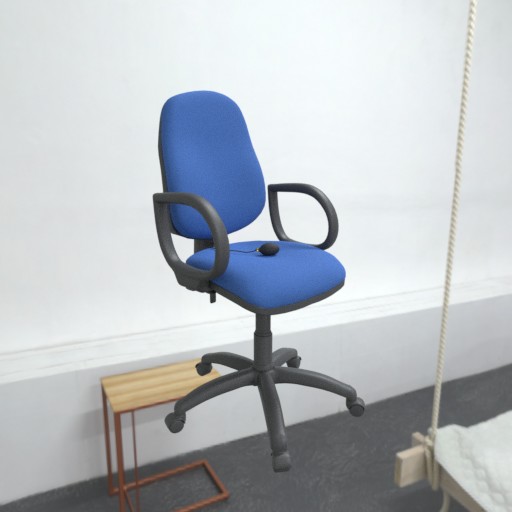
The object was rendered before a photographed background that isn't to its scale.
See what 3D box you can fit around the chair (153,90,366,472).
[{"bbox_3d":[0.000,0.000,1.223,0.549,0.905,0.552,13,19,43],"label":"chair"}]
